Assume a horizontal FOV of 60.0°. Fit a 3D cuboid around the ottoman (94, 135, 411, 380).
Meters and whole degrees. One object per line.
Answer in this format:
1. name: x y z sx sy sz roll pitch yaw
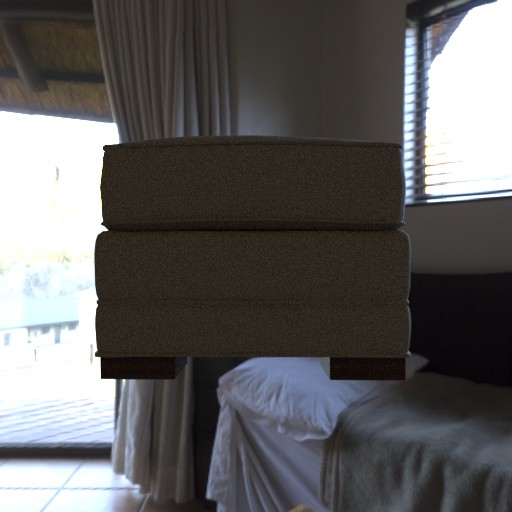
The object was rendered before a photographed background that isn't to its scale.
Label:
1. ottoman: 0.000 0.000 1.223 0.611 0.482 0.848 0 -2 1
